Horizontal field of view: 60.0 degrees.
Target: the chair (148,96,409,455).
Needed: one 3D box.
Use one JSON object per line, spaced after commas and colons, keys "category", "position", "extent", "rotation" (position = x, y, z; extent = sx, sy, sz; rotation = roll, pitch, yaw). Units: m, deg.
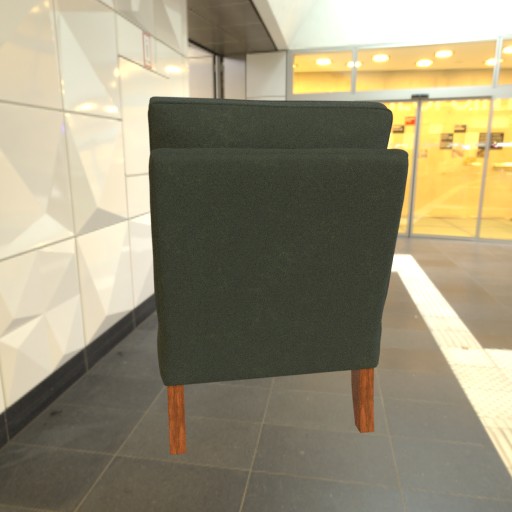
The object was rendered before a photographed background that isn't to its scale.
{"category": "chair", "position": [0.000, 0.000, 1.644], "extent": [0.724, 1.052, 0.912], "rotation": [-2, 13, -10]}
